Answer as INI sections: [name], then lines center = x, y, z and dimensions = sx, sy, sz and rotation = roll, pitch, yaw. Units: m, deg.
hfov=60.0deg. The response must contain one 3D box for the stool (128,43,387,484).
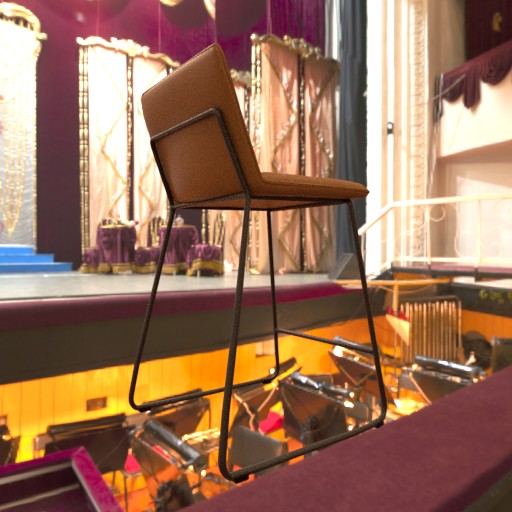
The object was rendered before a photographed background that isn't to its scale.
[stool]
center = 0.000, 0.000, 1.176
dimensions = 0.524, 0.866, 0.489
rotation = -1, 1, -37
